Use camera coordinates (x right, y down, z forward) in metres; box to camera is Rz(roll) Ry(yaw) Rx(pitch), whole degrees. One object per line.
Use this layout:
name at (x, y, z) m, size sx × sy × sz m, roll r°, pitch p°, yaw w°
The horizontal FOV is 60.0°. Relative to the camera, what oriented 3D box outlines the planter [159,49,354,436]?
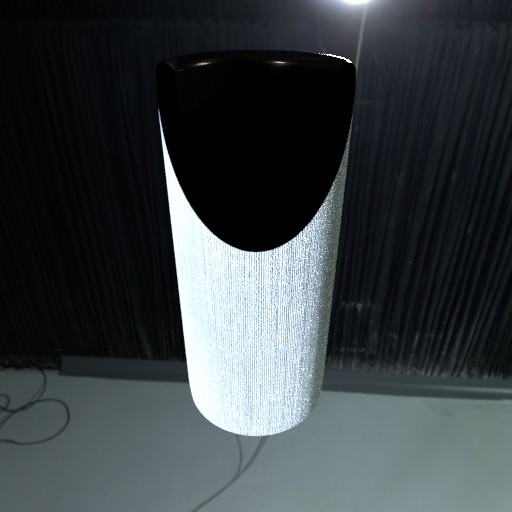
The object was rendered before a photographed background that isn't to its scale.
planter at (0.000, 0.000, 0.127) m, size 0.045 × 0.103 × 0.045 m, roll -1°, pitch 32°, yaw -1°
